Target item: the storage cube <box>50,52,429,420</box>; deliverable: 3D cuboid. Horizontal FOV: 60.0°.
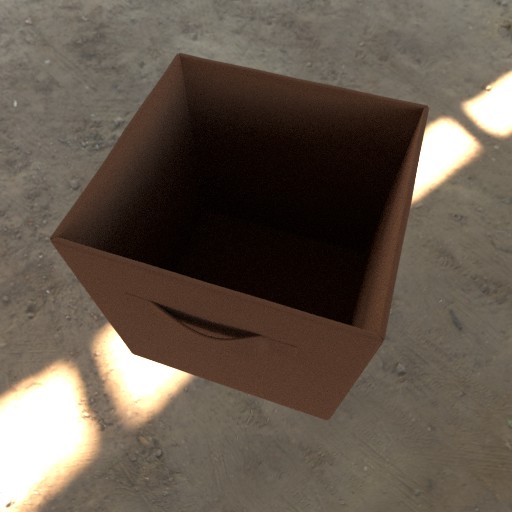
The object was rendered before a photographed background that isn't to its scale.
[{"bbox_3d":[0.000,0.000,0.502,0.270,0.280,0.270,16,60,9],"label":"storage cube"}]
